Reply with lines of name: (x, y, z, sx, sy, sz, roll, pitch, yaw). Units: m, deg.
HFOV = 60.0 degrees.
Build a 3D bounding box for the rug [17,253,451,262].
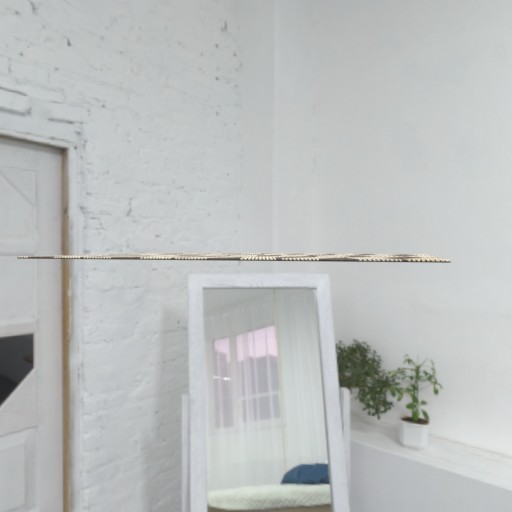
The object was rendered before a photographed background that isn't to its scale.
rug: (0.000, 0.000, 4.037, 3.048, 0.016, 2.438, 0, 1, 18)
